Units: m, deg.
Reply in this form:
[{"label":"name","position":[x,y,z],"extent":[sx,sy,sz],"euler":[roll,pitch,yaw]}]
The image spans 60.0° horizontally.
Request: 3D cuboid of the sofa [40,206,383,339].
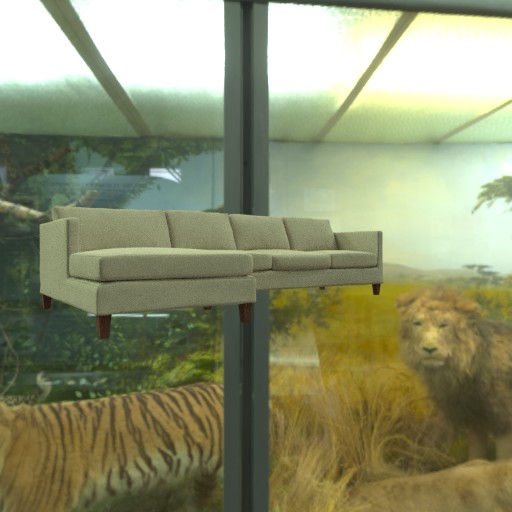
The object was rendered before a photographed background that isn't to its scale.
[{"label":"sofa","position":[0.000,0.000,3.867],"extent":[3.186,0.846,1.625],"euler":[0,1,-36]}]
